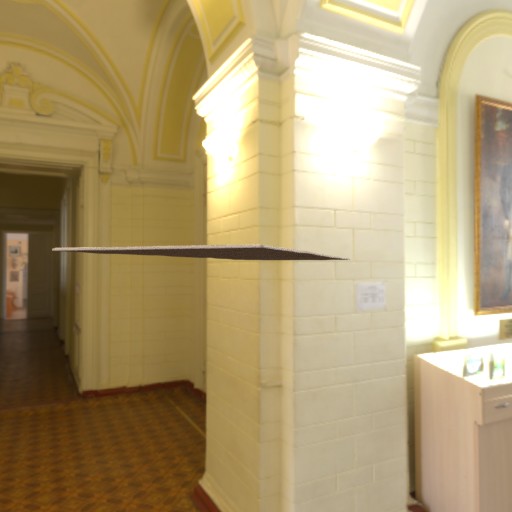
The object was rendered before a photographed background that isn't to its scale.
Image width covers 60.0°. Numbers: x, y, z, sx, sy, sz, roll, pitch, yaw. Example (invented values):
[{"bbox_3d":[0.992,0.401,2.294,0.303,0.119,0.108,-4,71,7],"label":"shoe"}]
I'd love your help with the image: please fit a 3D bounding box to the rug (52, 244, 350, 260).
[{"bbox_3d":[0.000,0.000,2.677,0.857,0.018,2.383,-1,-2,19],"label":"rug"}]
